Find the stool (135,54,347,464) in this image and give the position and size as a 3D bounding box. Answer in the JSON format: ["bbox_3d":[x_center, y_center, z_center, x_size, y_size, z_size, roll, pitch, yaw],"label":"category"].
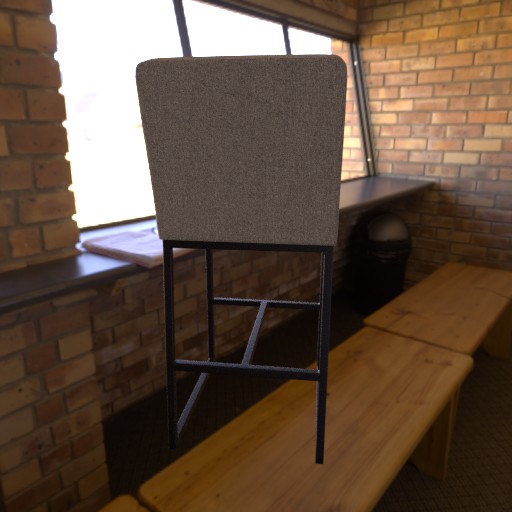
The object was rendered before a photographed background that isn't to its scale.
[{"bbox_3d":[0.000,0.000,1.321,0.459,1.034,0.571,2,16,8],"label":"stool"}]
